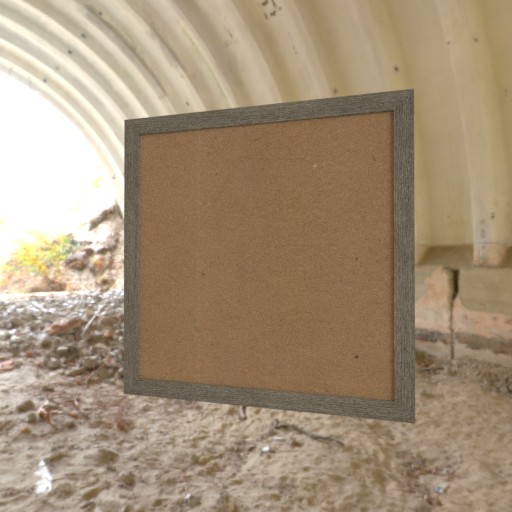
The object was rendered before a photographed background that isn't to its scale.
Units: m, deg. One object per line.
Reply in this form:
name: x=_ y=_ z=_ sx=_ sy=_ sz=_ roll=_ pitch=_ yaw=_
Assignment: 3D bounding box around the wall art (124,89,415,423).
wall art: x=0.000 y=0.000 z=1.016 sx=0.685 sy=0.685 sz=0.020 roll=0 pitch=-1 yaw=17
